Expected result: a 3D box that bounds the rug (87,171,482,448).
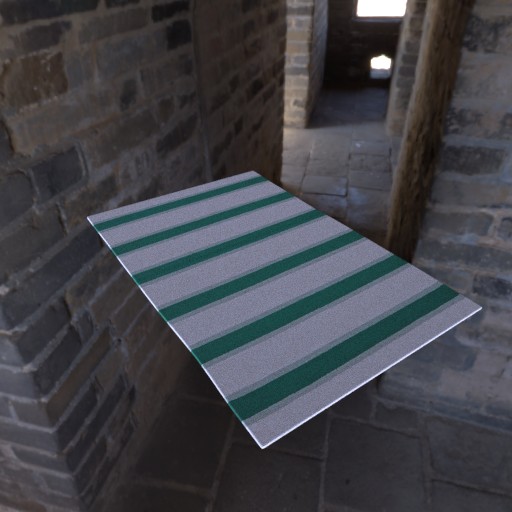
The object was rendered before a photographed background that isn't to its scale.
[{"bbox_3d":[0.000,0.000,2.327,1.210,0.012,1.829,-21,40,-28],"label":"rug"}]
